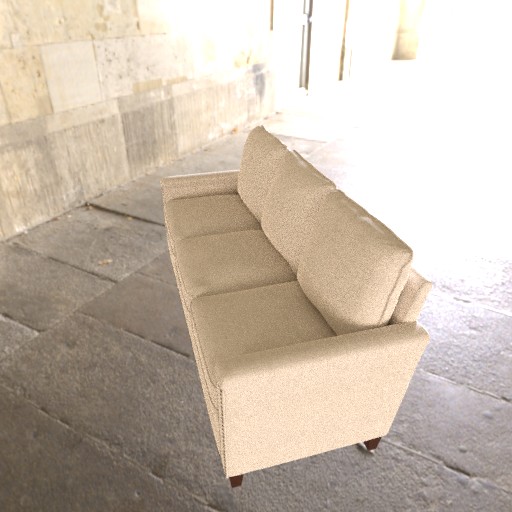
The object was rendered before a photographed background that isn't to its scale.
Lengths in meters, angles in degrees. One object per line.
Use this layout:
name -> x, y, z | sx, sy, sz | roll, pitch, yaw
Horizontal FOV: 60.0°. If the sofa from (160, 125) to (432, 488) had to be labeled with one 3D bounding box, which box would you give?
sofa -> 0.000, 0.000, 2.356 | 0.828, 0.961, 1.925 | -8, 31, -14
